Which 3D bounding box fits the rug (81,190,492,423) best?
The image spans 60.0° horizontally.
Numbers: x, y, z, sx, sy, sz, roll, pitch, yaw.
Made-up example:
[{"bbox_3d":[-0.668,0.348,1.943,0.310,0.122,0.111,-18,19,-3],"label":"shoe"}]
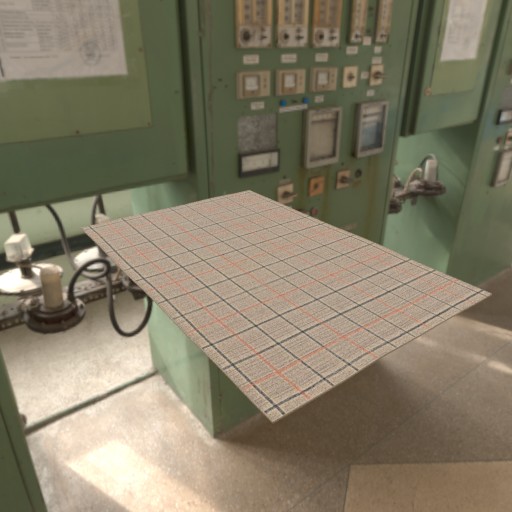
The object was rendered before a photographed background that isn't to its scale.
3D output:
[{"bbox_3d":[0.000,0.000,2.275,1.220,0.013,1.829,-18,31,-32],"label":"rug"}]
